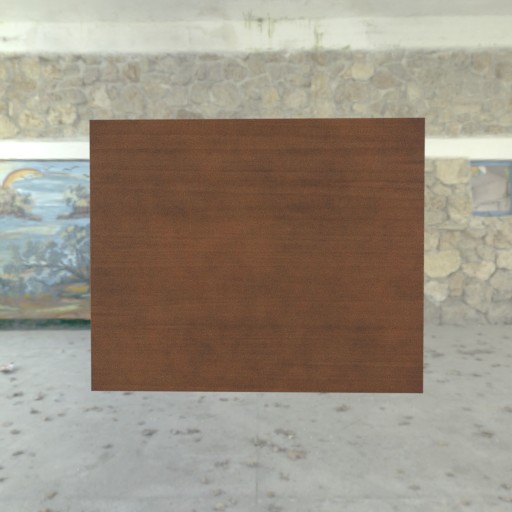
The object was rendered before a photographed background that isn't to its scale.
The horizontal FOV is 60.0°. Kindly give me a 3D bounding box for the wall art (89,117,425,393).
[{"bbox_3d":[0.000,0.000,0.757,0.558,0.457,0.033,0,1,1],"label":"wall art"}]
